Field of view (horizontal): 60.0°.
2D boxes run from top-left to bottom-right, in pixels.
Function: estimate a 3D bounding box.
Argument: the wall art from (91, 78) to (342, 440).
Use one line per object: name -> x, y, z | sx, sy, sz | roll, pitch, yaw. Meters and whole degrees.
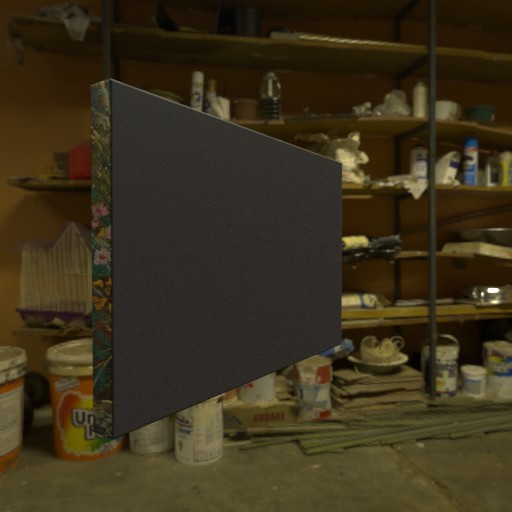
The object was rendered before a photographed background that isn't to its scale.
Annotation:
wall art -> 0.000, 0.000, 0.756 | 0.037, 0.406, 0.610 | 1, 1, 36
